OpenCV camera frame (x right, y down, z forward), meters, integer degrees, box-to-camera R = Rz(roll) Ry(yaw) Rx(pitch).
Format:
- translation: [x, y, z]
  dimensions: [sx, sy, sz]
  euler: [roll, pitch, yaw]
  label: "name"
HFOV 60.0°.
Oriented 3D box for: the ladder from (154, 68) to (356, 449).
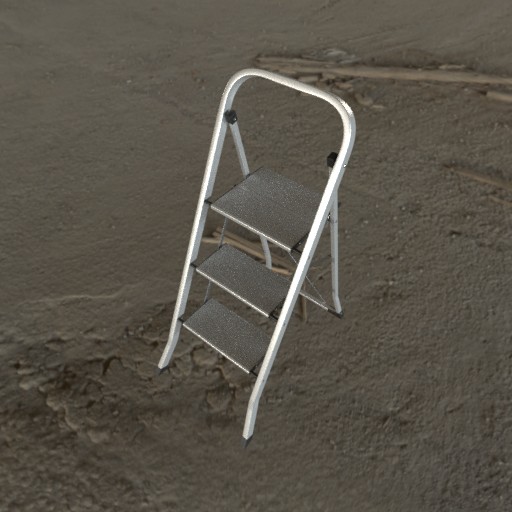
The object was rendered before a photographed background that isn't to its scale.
- translation: [0.000, 0.000, 1.439]
  dimensions: [0.465, 1.070, 0.704]
  euler: [30, 54, 26]
  label: "ladder"
